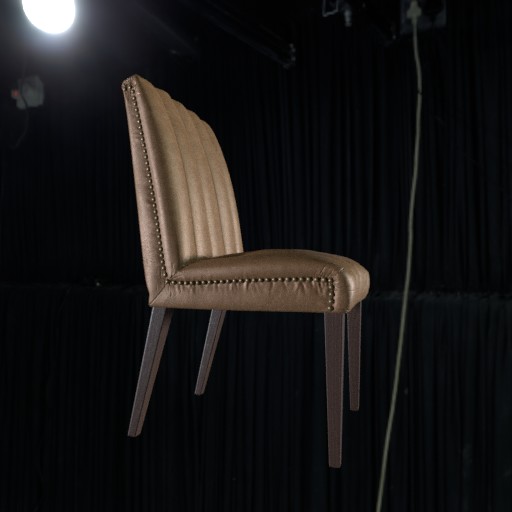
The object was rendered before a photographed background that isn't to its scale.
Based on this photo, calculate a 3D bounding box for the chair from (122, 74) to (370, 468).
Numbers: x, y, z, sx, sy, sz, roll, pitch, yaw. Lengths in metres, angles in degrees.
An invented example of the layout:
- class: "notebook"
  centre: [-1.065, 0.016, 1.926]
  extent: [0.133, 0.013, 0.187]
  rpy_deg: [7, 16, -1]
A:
- class: "chair"
  centre: [0.000, 0.000, 1.359]
  extent: [0.647, 1.016, 0.511]
  rpy_deg: [0, -1, 19]
